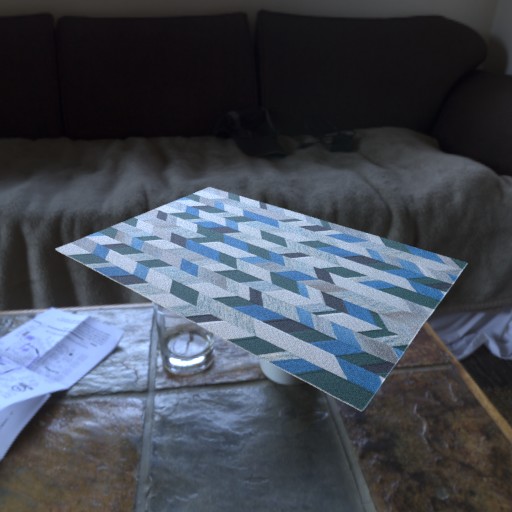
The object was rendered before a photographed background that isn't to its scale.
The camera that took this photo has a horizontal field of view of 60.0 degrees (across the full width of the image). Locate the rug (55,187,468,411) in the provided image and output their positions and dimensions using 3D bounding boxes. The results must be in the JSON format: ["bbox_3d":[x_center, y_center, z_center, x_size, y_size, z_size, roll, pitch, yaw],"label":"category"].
[{"bbox_3d":[0.000,0.000,2.346,1.827,0.005,1.229,21,35,32],"label":"rug"}]
